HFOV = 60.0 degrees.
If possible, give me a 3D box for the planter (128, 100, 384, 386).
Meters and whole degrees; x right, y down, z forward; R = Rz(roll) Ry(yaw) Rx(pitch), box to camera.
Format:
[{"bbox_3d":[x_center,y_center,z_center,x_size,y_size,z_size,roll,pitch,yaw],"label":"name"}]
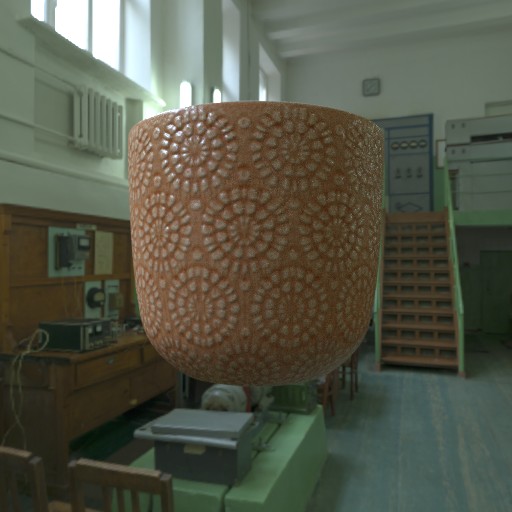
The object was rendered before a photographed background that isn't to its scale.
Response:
[{"bbox_3d":[0.000,0.000,0.374,0.208,0.190,0.208,0,0,0],"label":"planter"}]
